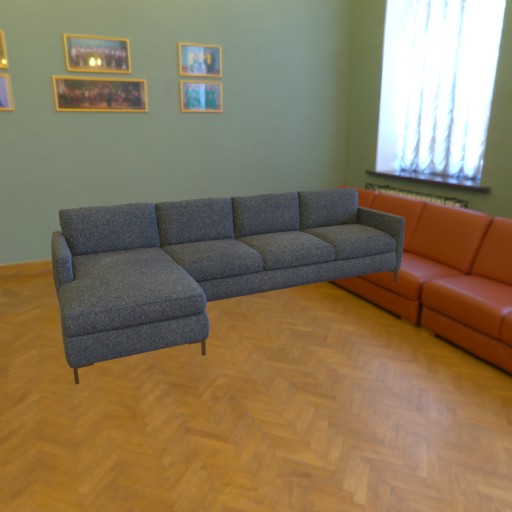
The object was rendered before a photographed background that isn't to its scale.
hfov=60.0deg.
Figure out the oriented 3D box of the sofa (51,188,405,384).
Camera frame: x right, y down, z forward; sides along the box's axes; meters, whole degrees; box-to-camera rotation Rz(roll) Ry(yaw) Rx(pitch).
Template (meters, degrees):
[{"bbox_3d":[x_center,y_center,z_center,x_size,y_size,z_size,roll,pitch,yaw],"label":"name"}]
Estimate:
[{"bbox_3d":[0.000,0.000,3.513,2.932,0.810,1.350,-8,18,-25],"label":"sofa"}]
